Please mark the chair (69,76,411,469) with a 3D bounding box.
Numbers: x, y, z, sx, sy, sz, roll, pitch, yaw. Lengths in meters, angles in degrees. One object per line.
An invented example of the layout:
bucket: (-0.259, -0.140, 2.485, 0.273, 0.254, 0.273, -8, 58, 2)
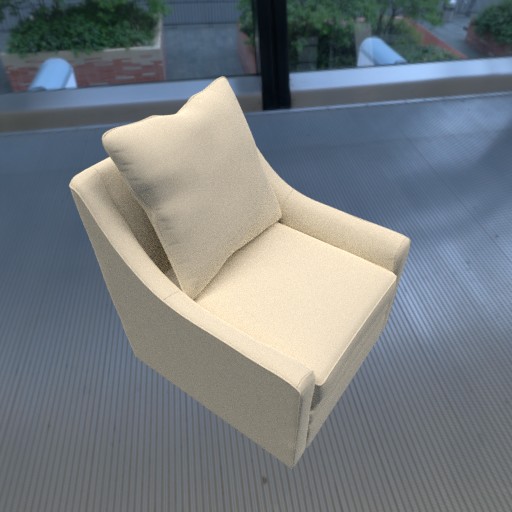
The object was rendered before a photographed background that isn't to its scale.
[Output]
chair: (0.000, 0.000, 1.571, 0.876, 0.965, 0.756, 26, 48, 26)
